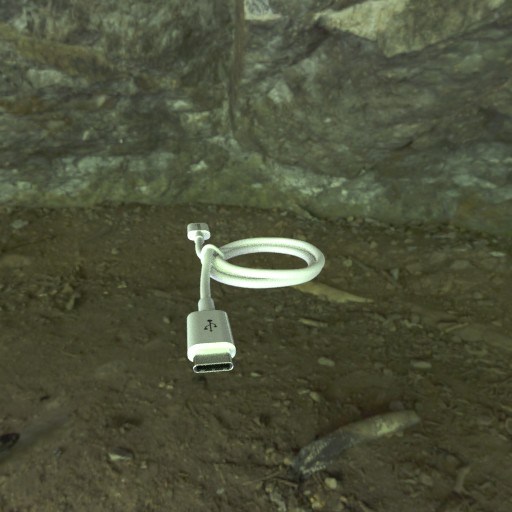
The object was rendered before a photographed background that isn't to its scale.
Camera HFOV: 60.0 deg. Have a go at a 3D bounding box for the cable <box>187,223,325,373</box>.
[{"bbox_3d":[0.000,0.000,0.223,0.070,0.014,0.203,-2,16,-9],"label":"cable"}]
